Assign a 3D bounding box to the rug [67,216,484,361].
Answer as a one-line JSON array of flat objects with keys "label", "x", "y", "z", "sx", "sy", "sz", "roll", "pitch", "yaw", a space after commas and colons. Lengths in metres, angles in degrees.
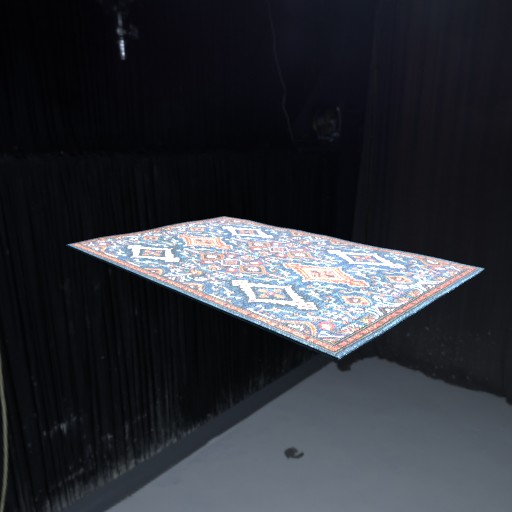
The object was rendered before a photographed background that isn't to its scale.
[{"label": "rug", "x": 0.000, "y": 0.000, "z": 2.285, "sx": 1.847, "sy": 0.014, "sz": 1.195, "roll": 15, "pitch": 22, "yaw": 42}]
